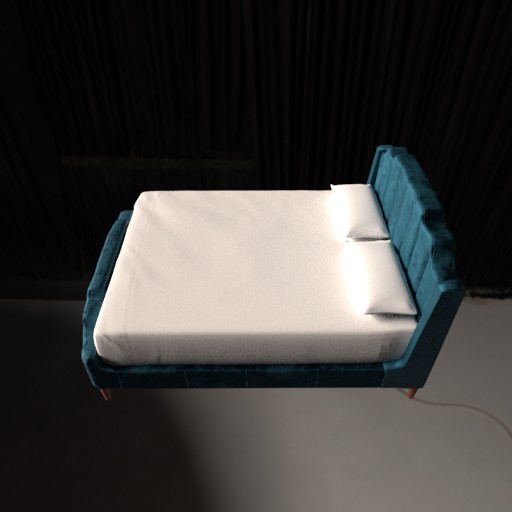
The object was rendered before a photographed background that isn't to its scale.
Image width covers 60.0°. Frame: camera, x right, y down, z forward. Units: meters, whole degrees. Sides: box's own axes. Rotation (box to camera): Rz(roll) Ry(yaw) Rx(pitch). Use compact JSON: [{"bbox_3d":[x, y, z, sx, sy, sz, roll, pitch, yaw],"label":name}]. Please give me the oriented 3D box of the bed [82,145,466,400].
[{"bbox_3d":[0.000,0.000,3.355,2.322,1.338,1.678,0,42,0],"label":"bed"}]
